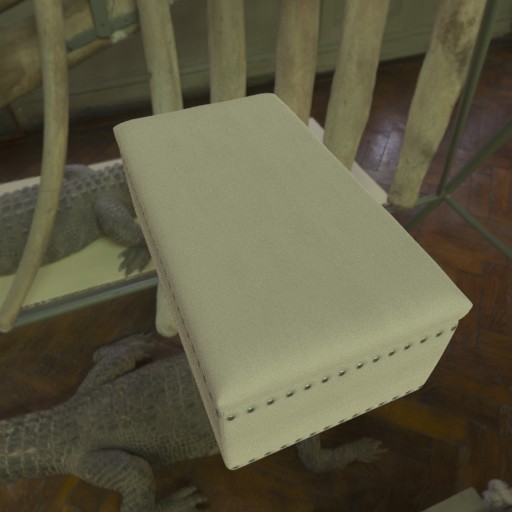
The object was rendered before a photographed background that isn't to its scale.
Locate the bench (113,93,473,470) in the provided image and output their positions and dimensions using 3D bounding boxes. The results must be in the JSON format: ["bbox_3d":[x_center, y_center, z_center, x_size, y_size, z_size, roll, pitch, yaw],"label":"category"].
[{"bbox_3d":[0.000,0.000,1.165,0.500,0.449,0.887,-17,49,-15],"label":"bench"}]
